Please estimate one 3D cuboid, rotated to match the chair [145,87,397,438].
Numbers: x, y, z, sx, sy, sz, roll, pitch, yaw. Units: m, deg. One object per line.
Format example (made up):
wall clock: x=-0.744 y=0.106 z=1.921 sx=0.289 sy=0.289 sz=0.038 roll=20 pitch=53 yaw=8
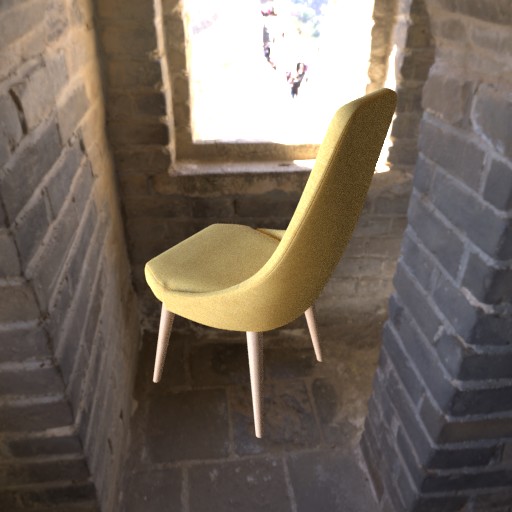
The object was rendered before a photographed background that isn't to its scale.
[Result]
chair: x=0.000 y=0.000 z=1.389 sx=0.660 sy=1.040 sz=0.510 roll=20 pitch=36 yaw=29
